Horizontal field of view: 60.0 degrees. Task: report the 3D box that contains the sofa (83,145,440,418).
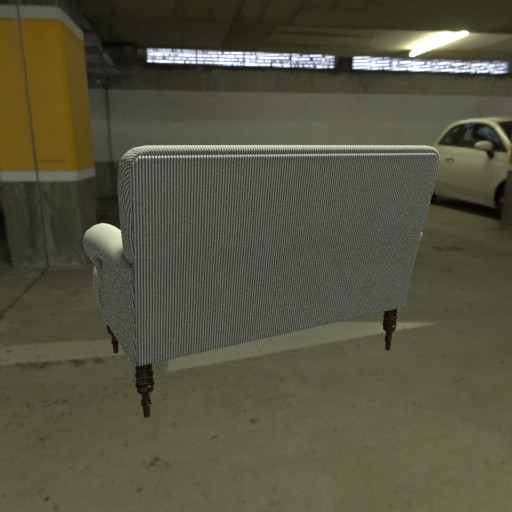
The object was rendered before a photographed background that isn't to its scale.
[{"bbox_3d":[0.000,0.000,1.836,1.297,0.889,0.779,-7,16,-27],"label":"sofa"}]
